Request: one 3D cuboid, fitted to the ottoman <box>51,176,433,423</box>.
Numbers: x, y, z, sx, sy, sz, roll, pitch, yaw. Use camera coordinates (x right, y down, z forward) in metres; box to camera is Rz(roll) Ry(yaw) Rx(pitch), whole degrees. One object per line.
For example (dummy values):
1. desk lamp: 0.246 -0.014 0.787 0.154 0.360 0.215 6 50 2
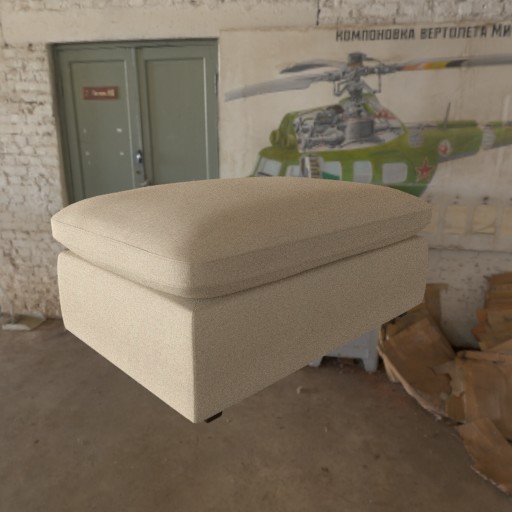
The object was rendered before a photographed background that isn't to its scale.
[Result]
1. ottoman: 0.000 0.000 1.348 0.984 0.453 0.686 -14 20 -42
